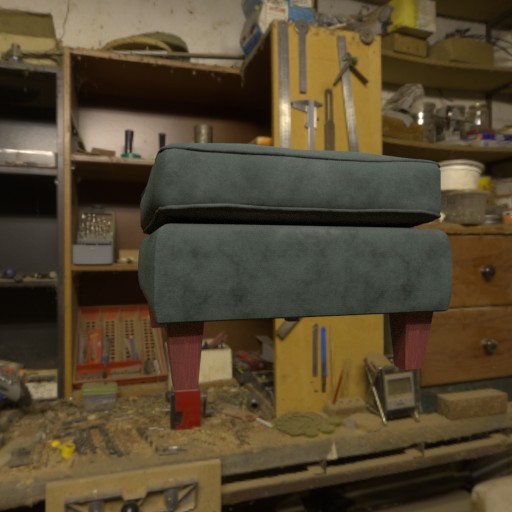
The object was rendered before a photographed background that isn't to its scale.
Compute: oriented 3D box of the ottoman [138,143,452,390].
[{"bbox_3d":[0.000,0.000,1.266,0.632,0.495,0.864,0,0,-17],"label":"ottoman"}]
